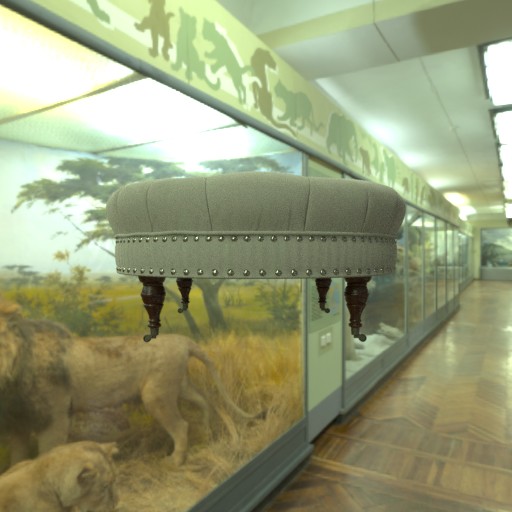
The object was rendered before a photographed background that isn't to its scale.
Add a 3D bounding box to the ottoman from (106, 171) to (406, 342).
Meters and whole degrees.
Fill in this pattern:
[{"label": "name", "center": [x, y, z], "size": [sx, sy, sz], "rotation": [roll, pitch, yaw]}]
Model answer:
[{"label": "ottoman", "center": [0.000, 0.000, 1.405], "size": [0.901, 0.439, 0.901], "rotation": [0, 1, 0]}]
